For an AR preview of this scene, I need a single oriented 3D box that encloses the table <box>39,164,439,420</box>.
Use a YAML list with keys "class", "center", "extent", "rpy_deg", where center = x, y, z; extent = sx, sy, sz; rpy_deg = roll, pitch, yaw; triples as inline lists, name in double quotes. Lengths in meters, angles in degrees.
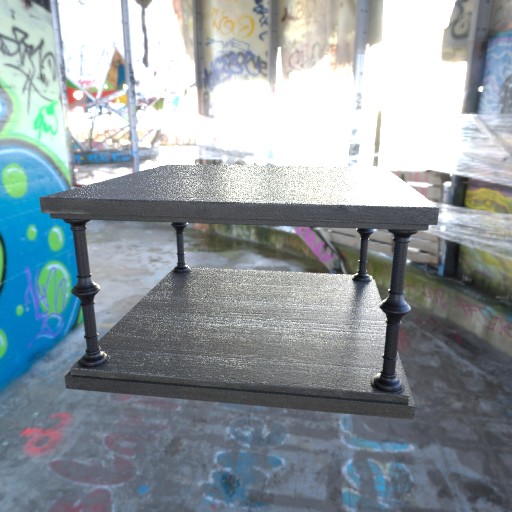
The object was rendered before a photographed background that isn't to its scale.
- class: "table"
  center: [0.000, 0.000, 1.146]
  extent: [0.696, 0.400, 0.696]
  rpy_deg: [2, 17, 8]
